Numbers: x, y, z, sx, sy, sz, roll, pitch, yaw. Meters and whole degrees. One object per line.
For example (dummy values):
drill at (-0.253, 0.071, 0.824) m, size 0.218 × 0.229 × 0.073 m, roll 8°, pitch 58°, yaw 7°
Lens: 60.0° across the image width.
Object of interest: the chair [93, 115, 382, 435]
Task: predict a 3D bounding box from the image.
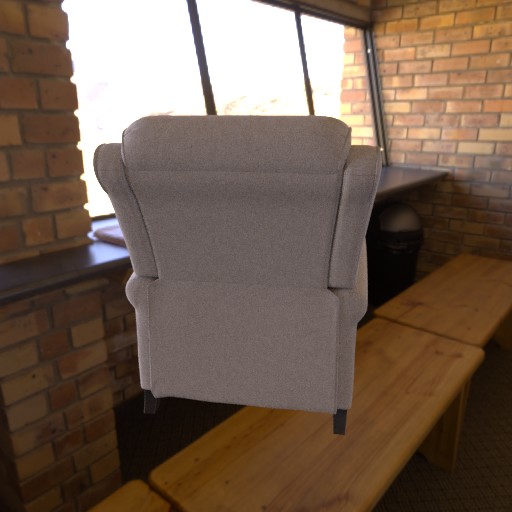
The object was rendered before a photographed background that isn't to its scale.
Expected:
chair at (0.000, 0.000, 1.730) m, size 0.859 × 1.046 × 0.919 m, roll 3°, pitch 18°, yaw 9°
